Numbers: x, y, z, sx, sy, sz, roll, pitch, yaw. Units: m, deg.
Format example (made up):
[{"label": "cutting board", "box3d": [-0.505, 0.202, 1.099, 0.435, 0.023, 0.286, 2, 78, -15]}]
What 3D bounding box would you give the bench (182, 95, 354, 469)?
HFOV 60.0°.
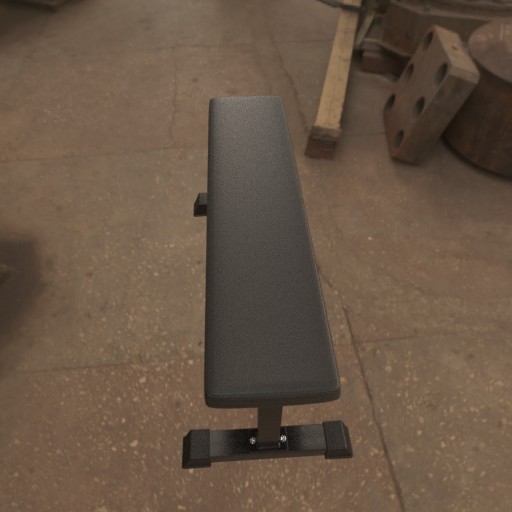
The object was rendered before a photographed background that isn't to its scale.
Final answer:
[{"label": "bench", "box3d": [0.000, 0.000, 1.300, 0.439, 0.453, 1.072, -3, 48, -2]}]
